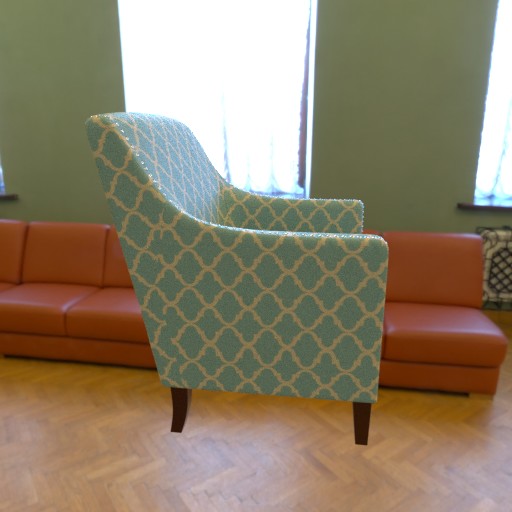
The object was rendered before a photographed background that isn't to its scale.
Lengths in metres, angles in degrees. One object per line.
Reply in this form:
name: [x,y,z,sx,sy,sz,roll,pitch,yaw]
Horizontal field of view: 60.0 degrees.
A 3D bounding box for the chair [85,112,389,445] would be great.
chair: [0.000,0.000,1.326,0.686,0.817,0.617,2,16,8]
